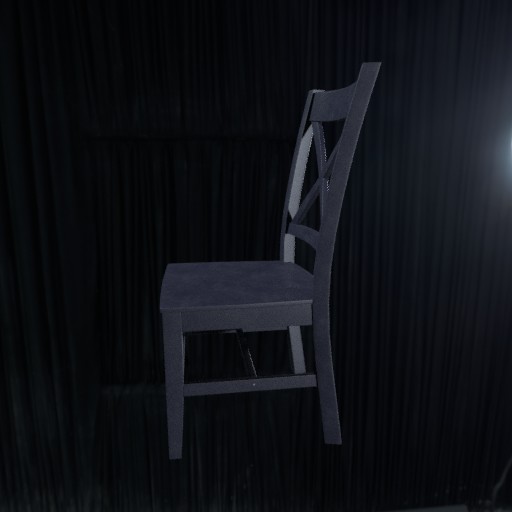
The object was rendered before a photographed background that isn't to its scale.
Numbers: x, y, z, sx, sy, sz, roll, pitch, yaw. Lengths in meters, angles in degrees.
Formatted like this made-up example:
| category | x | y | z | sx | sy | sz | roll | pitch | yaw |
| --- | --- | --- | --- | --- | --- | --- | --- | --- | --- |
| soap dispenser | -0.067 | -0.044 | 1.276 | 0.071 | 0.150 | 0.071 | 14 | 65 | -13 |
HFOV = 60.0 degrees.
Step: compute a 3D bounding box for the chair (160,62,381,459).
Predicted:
| category | x | y | z | sx | sy | sz | roll | pitch | yaw |
| --- | --- | --- | --- | --- | --- | --- | --- | --- | --- |
| chair | 0.000 | 0.000 | 1.298 | 0.542 | 0.983 | 0.485 | -2 | 13 | -8 |
